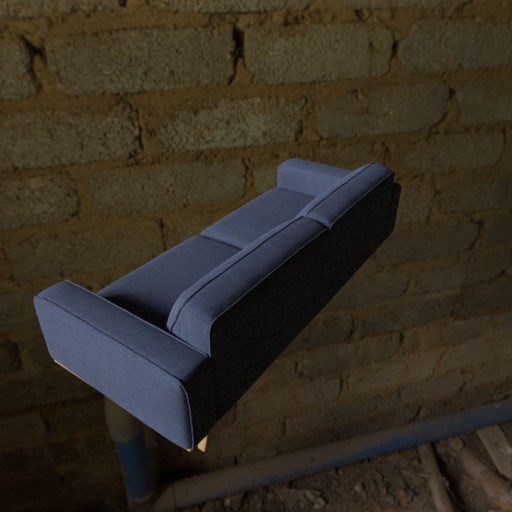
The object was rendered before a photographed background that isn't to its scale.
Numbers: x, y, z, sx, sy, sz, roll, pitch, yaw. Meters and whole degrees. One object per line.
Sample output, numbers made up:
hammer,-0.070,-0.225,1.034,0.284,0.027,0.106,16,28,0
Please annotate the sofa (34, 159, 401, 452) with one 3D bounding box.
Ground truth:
sofa,0.000,0.000,2.662,0.953,0.782,2.270,21,37,29
